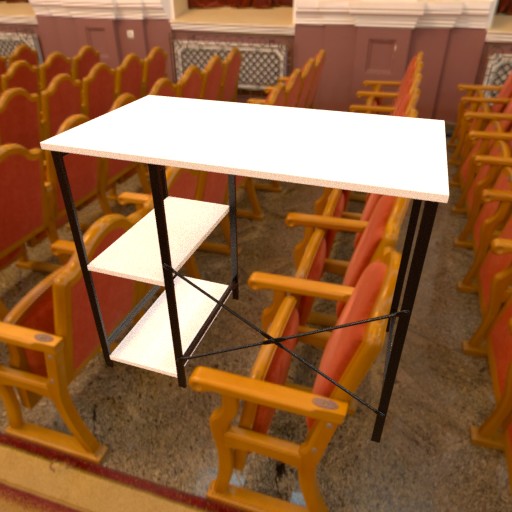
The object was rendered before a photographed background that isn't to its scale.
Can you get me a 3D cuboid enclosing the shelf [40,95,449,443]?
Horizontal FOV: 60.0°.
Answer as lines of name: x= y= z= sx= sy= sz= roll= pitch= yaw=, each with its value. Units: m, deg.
shelf: x=0.000 y=0.000 z=1.319 sx=0.902 sy=0.750 sz=0.498 roll=10 pitch=34 yaw=16
